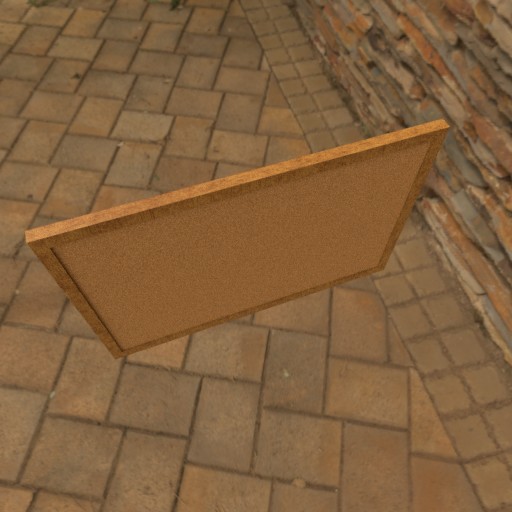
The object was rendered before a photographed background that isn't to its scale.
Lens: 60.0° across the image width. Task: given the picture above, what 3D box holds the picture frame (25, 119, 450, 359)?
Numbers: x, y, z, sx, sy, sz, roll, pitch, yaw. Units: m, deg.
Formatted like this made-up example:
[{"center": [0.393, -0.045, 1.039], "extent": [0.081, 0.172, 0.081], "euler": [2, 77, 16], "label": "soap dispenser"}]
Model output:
[{"center": [0.000, 0.000, 1.179], "extent": [0.922, 0.621, 0.029], "euler": [-17, 59, -11], "label": "picture frame"}]
